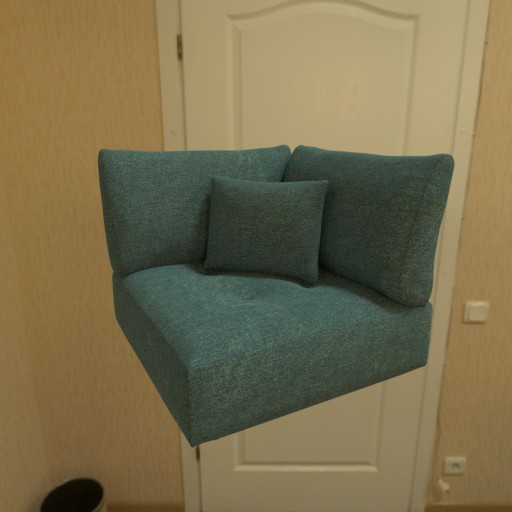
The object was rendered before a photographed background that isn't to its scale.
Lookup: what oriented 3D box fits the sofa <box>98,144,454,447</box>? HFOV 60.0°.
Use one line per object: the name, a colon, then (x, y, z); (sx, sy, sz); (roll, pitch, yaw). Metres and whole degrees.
sofa: (0.000, 0.000, 1.758); (1.000, 0.820, 1.000); (-9, 18, -28)
